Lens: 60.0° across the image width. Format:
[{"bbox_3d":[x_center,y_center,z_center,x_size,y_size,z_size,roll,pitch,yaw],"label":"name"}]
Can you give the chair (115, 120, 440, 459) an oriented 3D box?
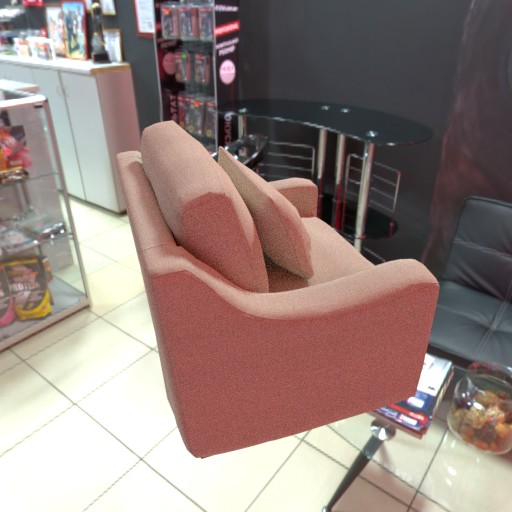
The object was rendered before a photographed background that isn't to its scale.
[{"bbox_3d":[0.000,0.000,1.914,1.009,1.016,1.178,-10,31,-17],"label":"chair"}]
